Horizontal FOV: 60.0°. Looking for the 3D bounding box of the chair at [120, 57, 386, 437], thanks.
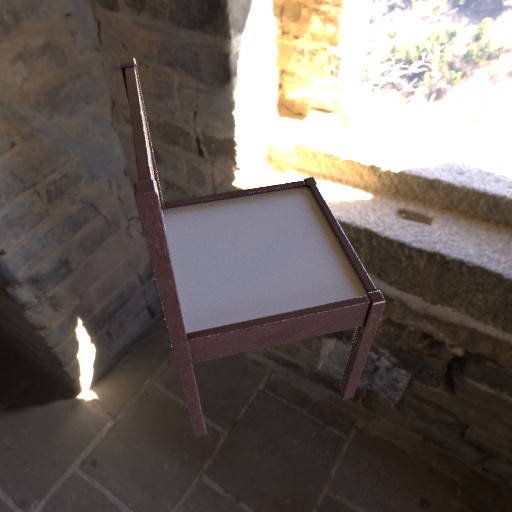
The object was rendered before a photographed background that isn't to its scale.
[{"bbox_3d":[0.000,0.000,0.668,0.285,0.505,0.285,-11,47,-10],"label":"chair"}]
